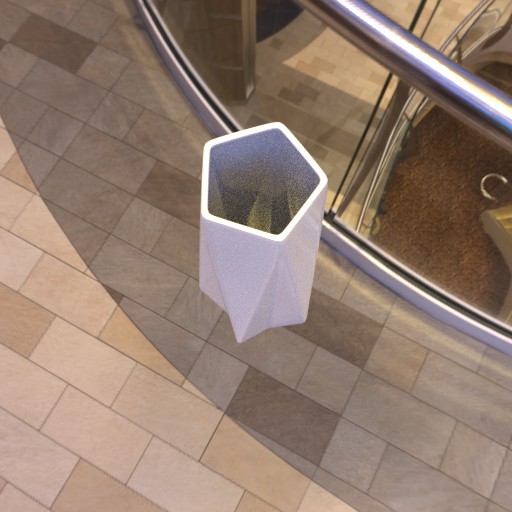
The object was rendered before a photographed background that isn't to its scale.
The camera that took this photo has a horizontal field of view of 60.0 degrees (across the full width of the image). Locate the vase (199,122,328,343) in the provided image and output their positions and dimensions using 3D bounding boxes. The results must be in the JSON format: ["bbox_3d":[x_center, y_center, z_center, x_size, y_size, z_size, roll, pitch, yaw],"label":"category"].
[{"bbox_3d":[0.000,0.000,0.387,0.122,0.329,0.116,-17,75,-5],"label":"vase"}]
